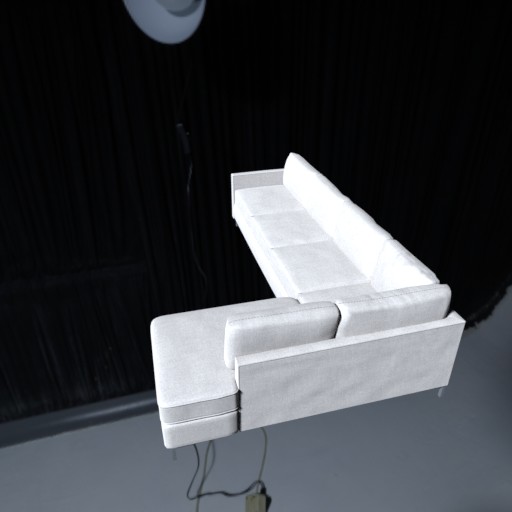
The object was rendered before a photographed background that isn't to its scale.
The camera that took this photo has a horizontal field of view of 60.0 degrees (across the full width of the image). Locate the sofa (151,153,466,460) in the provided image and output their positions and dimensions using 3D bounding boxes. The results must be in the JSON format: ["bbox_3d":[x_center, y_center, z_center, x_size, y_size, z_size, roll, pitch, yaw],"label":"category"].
[{"bbox_3d":[0.000,0.000,4.244,2.077,0.964,3.331,-8,31,-13],"label":"sofa"}]
